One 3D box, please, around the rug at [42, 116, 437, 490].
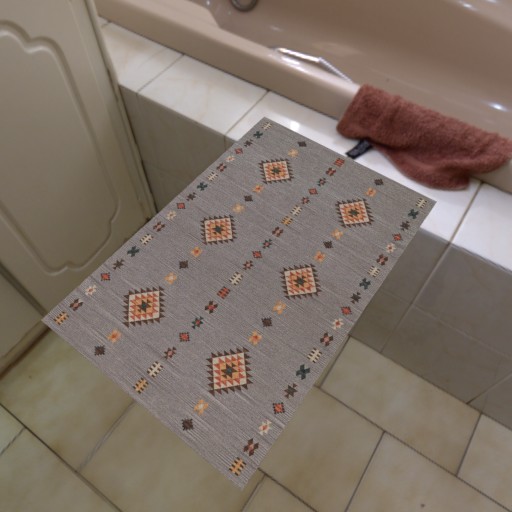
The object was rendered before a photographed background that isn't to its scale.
[{"bbox_3d":[0.000,0.000,2.324,1.217,0.005,1.818,32,63,19],"label":"rug"}]
